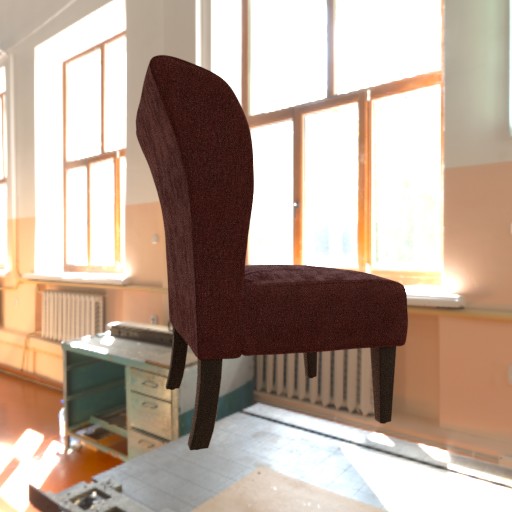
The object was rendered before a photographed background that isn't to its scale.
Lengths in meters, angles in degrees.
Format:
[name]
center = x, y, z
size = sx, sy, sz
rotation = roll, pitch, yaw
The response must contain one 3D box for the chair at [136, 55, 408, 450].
[chair]
center = 0.000, 0.000, 1.247
size = 0.640, 0.846, 0.538
rotation = 0, 0, -17
